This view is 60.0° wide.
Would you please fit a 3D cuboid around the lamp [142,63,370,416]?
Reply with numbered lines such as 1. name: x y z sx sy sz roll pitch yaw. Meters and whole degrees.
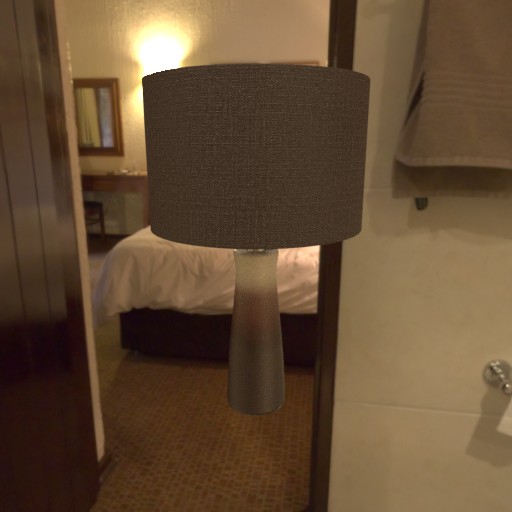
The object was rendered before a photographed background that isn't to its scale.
1. lamp: 0.000 0.000 0.664 0.303 0.488 0.303 0 14 0
